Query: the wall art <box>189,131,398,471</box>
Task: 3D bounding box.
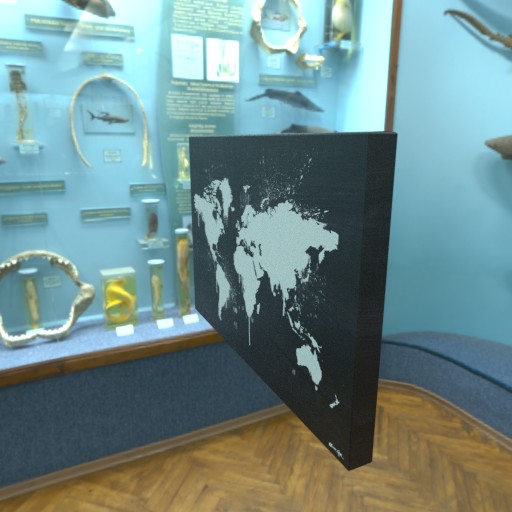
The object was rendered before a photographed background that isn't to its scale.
[{"bbox_3d":[0.000,0.000,0.773,0.038,0.409,0.610,-7,16,-25],"label":"wall art"}]
